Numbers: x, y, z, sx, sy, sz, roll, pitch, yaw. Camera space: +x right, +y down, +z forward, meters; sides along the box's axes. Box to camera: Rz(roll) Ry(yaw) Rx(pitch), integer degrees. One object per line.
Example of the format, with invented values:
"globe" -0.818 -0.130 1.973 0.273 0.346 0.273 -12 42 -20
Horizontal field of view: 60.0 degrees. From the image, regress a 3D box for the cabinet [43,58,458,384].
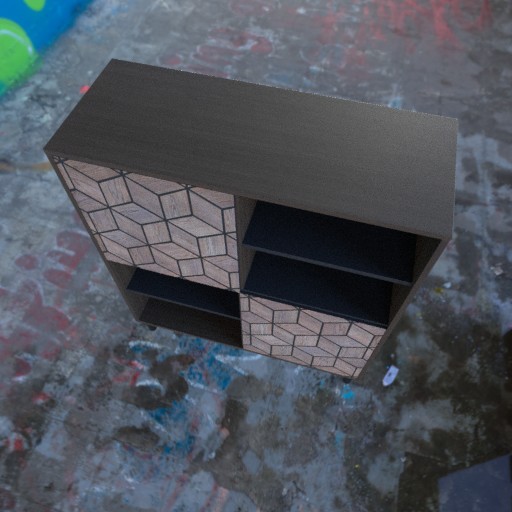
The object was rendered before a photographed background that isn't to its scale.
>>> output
"cabinet" 0.000 0.000 1.643 1.010 1.170 0.400 13 58 8
